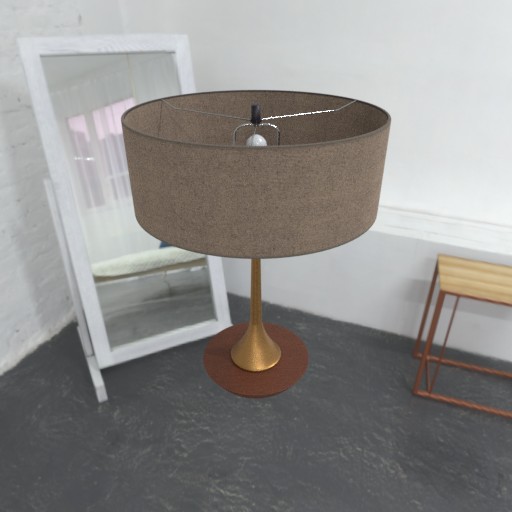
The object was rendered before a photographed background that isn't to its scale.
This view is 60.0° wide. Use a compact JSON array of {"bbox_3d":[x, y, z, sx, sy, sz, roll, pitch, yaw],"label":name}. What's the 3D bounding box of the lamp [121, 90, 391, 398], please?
[{"bbox_3d":[0.000,0.000,0.837,0.417,0.551,0.396,1,30,1],"label":"lamp"}]
